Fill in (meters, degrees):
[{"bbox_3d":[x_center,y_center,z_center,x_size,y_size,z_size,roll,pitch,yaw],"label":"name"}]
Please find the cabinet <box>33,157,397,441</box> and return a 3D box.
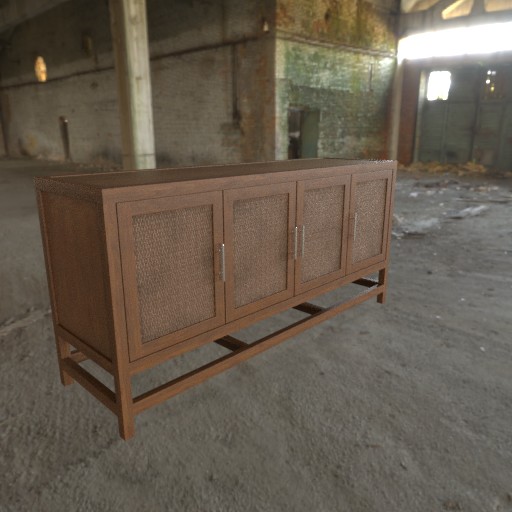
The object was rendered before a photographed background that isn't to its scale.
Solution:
[{"bbox_3d":[0.000,0.000,2.082,0.522,0.820,1.708,15,21,42],"label":"cabinet"}]
